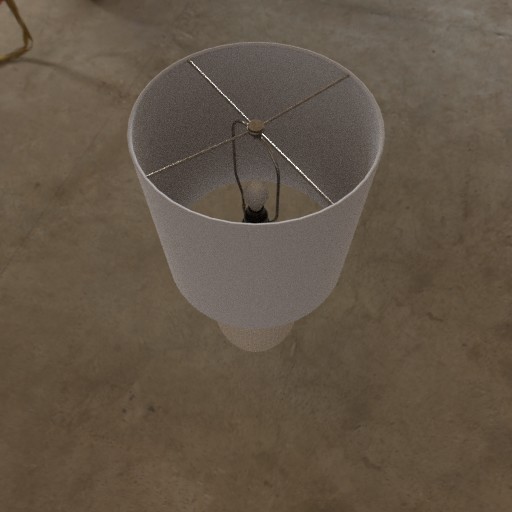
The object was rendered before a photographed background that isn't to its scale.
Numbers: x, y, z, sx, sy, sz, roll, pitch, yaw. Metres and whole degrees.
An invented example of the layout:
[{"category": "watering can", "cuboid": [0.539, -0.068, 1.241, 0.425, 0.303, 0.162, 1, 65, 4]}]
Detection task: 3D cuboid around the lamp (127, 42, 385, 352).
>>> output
[{"category": "lamp", "cuboid": [0.000, 0.000, 0.571, 0.217, 0.453, 0.217, -32, 64, -17]}]
